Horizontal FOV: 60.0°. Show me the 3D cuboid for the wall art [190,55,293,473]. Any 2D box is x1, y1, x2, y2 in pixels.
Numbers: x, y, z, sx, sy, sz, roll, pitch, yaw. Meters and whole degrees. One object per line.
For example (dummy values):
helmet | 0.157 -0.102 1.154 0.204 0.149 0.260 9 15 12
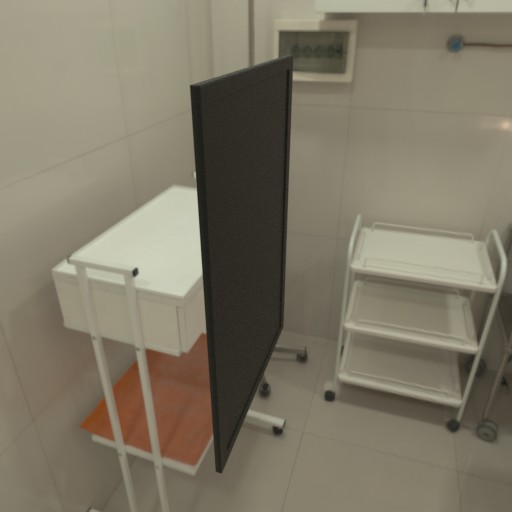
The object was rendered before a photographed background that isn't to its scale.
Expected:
wall art | 0.000 0.000 0.835 0.012 0.661 0.451 8 30 15
